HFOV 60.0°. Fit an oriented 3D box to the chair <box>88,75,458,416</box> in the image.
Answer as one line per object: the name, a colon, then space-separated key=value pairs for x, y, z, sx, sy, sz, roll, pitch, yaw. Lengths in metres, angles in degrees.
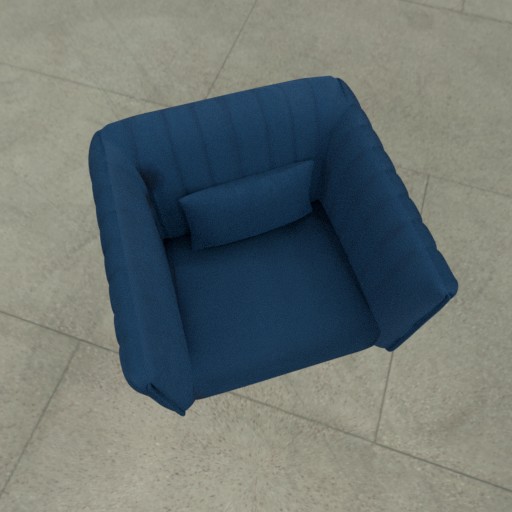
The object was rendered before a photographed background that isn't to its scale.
chair: x=0.000 y=0.000 z=1.603 sx=0.947 sy=0.793 sz=0.877 roll=-15 pitch=65 yaw=-7
